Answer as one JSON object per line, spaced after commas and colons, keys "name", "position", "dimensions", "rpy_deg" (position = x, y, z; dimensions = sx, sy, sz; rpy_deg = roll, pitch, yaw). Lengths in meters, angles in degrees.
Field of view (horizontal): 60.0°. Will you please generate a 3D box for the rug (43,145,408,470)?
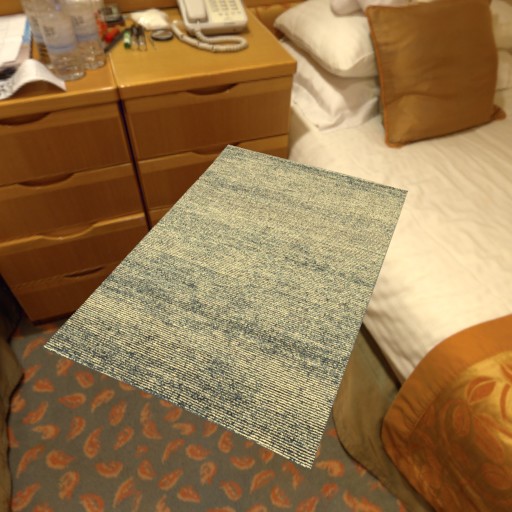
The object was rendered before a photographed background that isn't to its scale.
{"name": "rug", "position": [0.000, 0.000, 3.042], "dimensions": [1.624, 0.030, 2.349], "rpy_deg": [18, 49, 17]}
